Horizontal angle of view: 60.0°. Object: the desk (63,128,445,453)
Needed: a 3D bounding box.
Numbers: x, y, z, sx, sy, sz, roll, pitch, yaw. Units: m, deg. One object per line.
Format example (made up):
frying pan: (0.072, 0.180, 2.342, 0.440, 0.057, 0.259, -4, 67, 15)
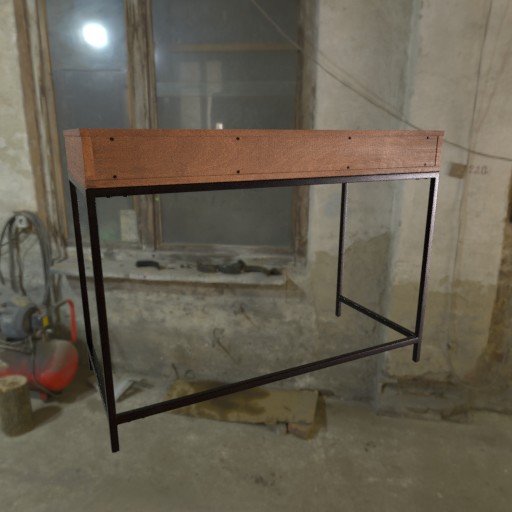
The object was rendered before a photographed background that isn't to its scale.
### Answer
desk: (0.000, 0.000, 1.399, 1.016, 0.762, 0.470, -7, 17, -26)
